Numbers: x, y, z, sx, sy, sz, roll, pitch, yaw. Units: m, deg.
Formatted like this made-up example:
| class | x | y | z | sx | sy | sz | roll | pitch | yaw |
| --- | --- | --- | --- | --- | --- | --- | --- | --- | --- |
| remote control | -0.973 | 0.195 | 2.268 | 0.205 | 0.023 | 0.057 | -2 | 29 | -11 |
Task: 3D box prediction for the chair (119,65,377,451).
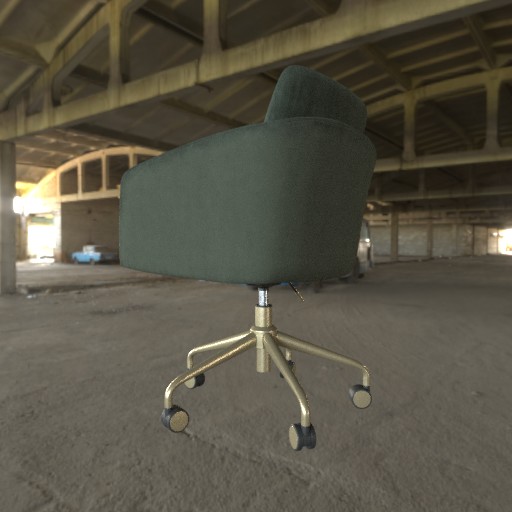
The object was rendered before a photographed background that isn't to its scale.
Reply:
| class | x | y | z | sx | sy | sz | roll | pitch | yaw |
| --- | --- | --- | --- | --- | --- | --- | --- | --- | --- |
| chair | 0.000 | 0.000 | 1.345 | 0.635 | 0.908 | 0.641 | 1 | 2 | 36 |
